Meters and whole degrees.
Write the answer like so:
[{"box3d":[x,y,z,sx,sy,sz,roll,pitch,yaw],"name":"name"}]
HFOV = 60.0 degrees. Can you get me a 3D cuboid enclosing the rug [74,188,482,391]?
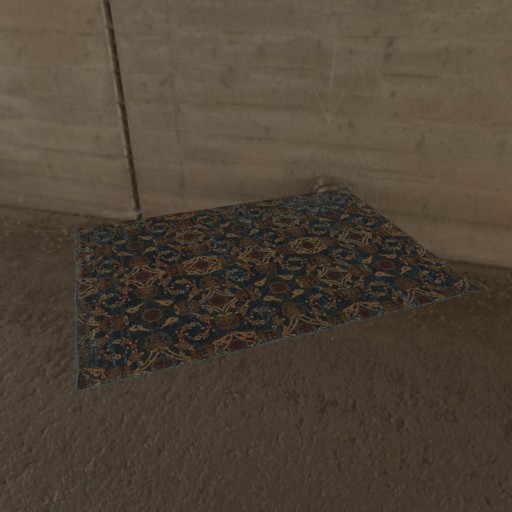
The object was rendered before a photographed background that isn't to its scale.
[{"box3d":[0.000,0.000,4.266,3.291,0.013,2.337,-11,34,-16],"name":"rug"}]
